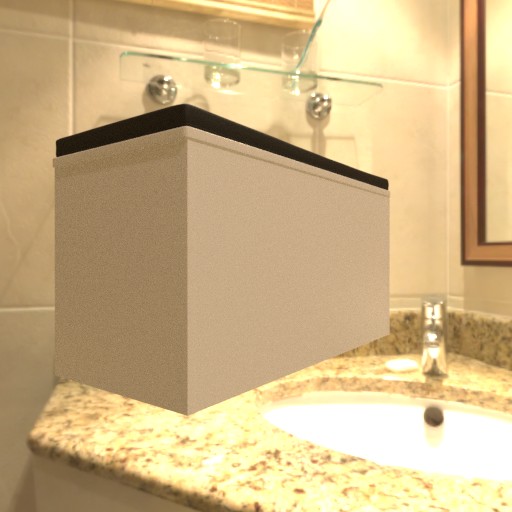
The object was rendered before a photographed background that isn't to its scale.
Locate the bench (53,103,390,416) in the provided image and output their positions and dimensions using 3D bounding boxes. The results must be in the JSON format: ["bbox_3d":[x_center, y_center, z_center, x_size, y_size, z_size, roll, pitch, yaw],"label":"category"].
[{"bbox_3d":[0.000,0.000,1.171,0.401,0.500,0.899,0,0,37],"label":"bench"}]
